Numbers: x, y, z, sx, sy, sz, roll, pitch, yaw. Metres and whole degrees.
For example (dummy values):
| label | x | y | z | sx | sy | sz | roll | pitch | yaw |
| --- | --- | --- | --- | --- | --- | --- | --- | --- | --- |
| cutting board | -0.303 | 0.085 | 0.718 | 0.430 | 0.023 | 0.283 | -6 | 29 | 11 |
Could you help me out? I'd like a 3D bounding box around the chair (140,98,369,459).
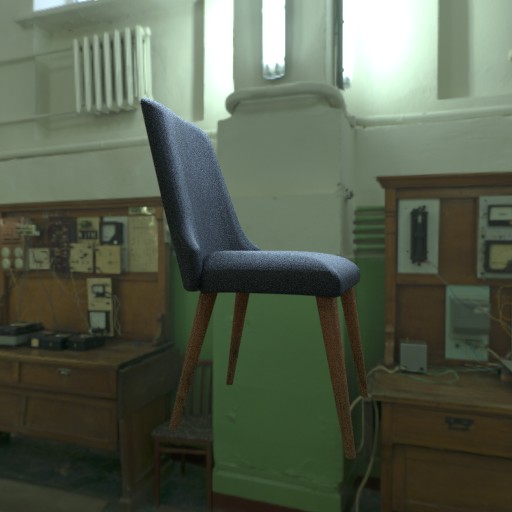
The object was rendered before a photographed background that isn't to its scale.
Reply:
| label | x | y | z | sx | sy | sz | roll | pitch | yaw |
| --- | --- | --- | --- | --- | --- | --- | --- | --- | --- |
| chair | 0.000 | 0.000 | 1.193 | 0.567 | 0.820 | 0.504 | 0 | 1 | 18 |
